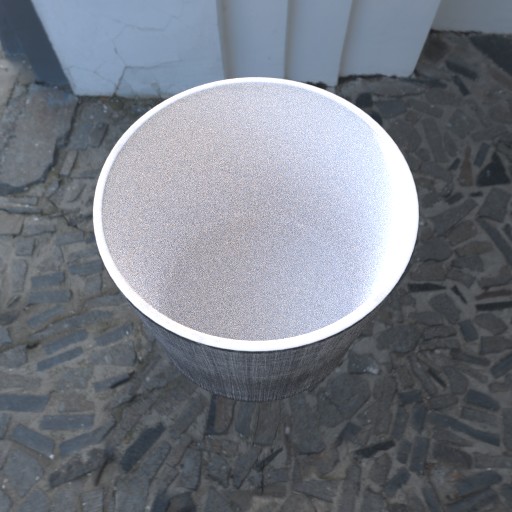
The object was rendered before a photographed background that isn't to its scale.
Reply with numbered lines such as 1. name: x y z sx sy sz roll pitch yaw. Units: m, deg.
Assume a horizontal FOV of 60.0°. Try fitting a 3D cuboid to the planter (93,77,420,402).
1. planter: 0.000 0.000 0.314 0.178 0.157 0.178 0 63 0
